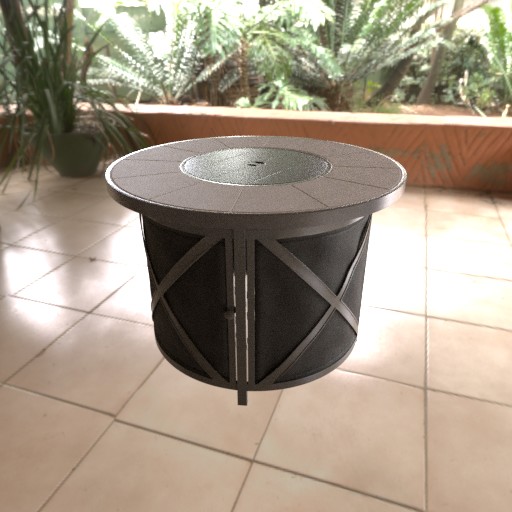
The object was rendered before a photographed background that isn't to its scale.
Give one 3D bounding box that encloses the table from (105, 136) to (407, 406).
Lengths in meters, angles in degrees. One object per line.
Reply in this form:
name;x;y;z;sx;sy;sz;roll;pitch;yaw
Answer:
table;0.000;0.000;1.547;0.914;0.650;0.914;0;26;0
